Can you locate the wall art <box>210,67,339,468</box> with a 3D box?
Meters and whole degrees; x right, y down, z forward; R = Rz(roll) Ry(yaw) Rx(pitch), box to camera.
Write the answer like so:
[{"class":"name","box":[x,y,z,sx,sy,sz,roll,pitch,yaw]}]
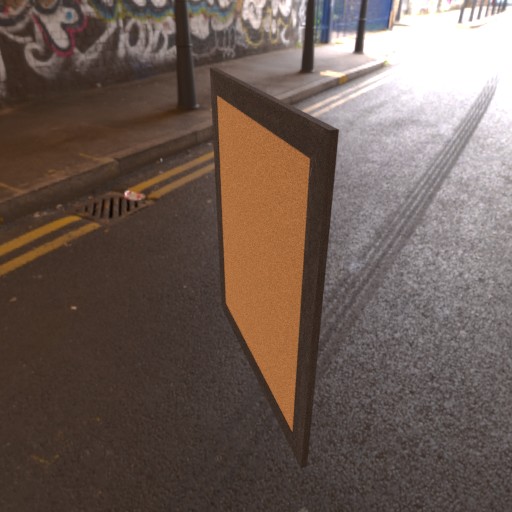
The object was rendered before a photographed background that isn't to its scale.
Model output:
[{"class":"wall art","box":[0.000,0.000,0.799,0.013,0.570,0.476,-11,32,-17]}]
